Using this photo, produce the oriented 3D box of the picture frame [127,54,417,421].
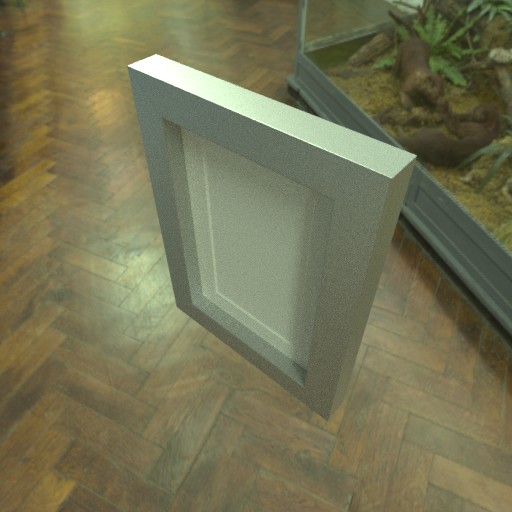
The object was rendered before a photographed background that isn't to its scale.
[{"bbox_3d":[0.000,0.000,0.282,0.157,0.208,0.028,31,53,27],"label":"picture frame"}]
